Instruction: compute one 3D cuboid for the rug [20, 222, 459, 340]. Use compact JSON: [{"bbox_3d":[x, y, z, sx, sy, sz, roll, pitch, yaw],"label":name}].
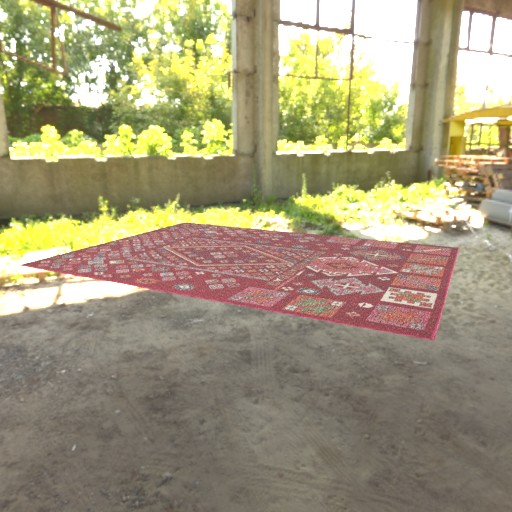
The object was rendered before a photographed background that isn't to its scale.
[{"bbox_3d":[0.000,0.000,4.082,3.306,0.011,2.389,7,16,26],"label":"rug"}]
